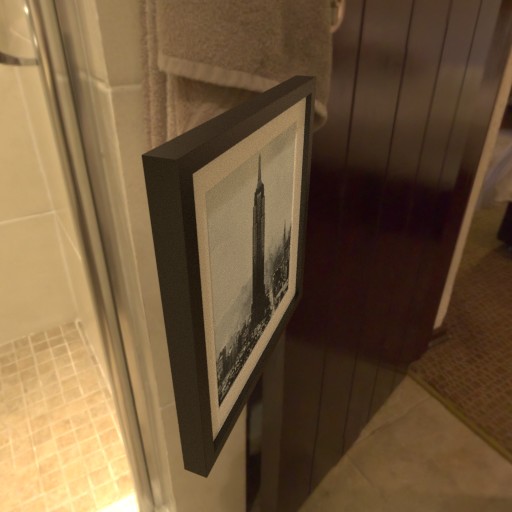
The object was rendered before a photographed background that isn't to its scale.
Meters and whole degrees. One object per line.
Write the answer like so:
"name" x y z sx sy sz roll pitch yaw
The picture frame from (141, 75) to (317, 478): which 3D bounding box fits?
"picture frame" 0.000 0.000 0.531 0.029 0.353 0.355 12 33 19
